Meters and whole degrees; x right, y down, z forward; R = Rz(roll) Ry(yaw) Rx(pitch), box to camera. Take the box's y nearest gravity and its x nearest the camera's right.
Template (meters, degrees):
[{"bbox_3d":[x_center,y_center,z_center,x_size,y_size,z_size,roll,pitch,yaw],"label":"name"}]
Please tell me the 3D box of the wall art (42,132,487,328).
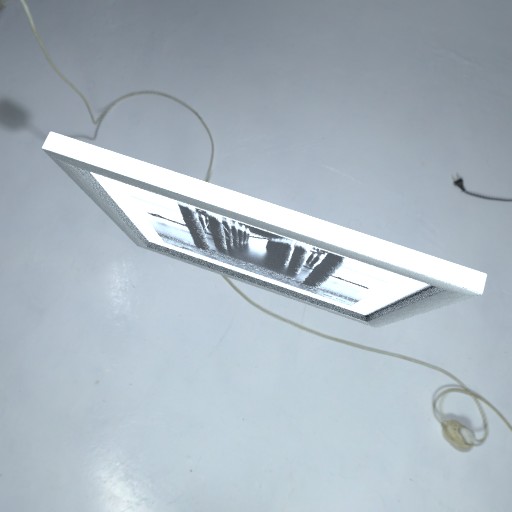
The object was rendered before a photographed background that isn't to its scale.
[{"bbox_3d":[0.000,0.000,0.751,0.556,0.457,0.028,19,77,5],"label":"wall art"}]
